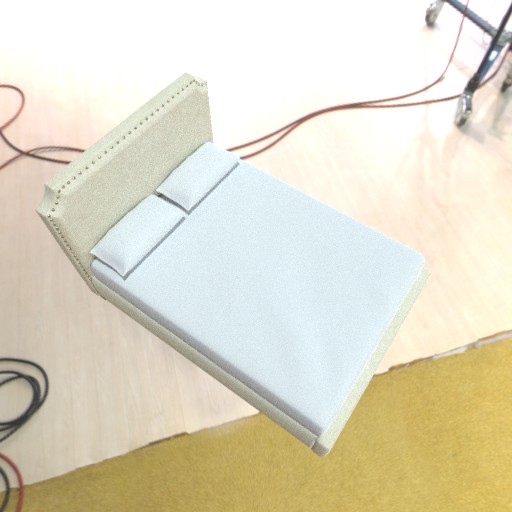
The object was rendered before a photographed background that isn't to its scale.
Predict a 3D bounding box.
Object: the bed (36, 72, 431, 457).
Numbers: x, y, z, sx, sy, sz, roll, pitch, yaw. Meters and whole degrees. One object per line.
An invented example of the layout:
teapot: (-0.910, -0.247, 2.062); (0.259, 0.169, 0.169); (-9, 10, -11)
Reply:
bed: (0.000, 0.000, 3.444); (2.381, 1.457, 1.713); (31, 63, 18)
